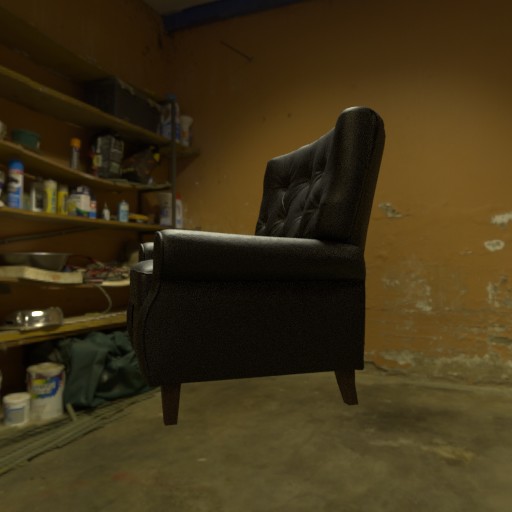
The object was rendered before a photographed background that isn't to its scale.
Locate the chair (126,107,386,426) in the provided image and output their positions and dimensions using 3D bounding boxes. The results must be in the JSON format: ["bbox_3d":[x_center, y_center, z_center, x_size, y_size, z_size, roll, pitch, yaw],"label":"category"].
[{"bbox_3d":[0.000,0.000,1.944,1.058,1.158,0.948,1,-2,-19],"label":"chair"}]
